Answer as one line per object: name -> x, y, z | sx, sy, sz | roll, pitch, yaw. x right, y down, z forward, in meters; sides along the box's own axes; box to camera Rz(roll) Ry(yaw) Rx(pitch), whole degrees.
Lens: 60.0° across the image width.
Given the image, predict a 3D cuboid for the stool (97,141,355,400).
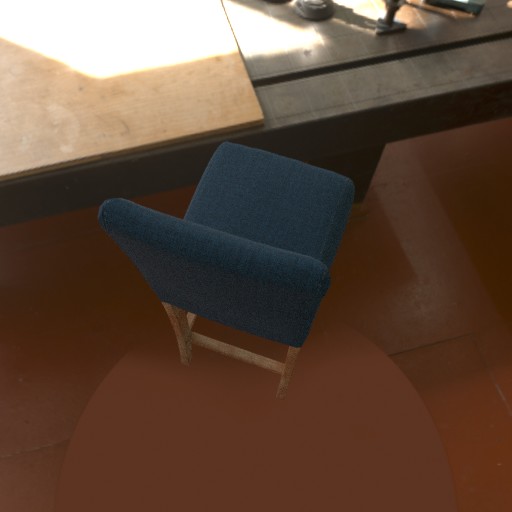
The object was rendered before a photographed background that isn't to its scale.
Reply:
stool -> 0.000, 0.000, 1.323 | 0.454, 1.039, 0.567 | 17, 64, 9
